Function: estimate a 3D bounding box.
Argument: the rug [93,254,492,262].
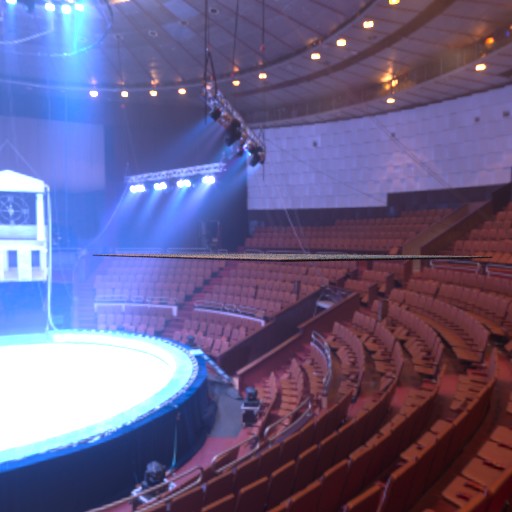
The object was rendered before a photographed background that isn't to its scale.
[{"bbox_3d":[0.000,0.000,2.202,1.102,0.008,1.795,0,1,-35],"label":"rug"}]
